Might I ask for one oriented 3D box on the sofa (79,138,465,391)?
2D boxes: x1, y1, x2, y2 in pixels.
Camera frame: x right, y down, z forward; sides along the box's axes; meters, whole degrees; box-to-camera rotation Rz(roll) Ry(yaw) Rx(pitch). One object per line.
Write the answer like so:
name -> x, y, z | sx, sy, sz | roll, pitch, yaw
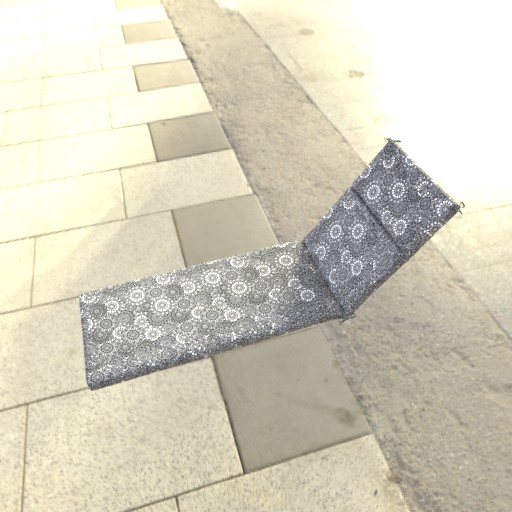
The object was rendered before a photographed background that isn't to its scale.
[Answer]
sofa -> 0.000, 0.000, 2.006 | 1.663, 0.622, 0.582 | -14, 48, -13
